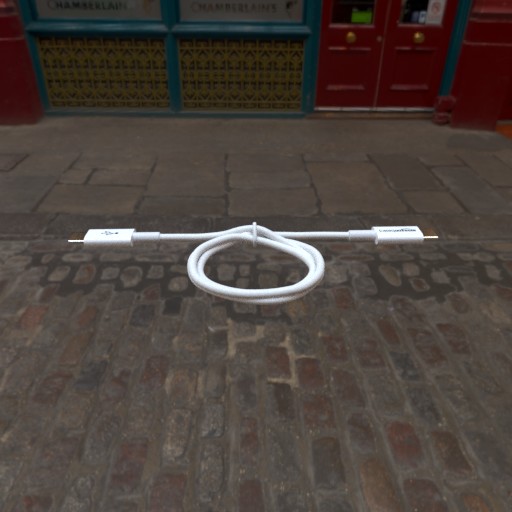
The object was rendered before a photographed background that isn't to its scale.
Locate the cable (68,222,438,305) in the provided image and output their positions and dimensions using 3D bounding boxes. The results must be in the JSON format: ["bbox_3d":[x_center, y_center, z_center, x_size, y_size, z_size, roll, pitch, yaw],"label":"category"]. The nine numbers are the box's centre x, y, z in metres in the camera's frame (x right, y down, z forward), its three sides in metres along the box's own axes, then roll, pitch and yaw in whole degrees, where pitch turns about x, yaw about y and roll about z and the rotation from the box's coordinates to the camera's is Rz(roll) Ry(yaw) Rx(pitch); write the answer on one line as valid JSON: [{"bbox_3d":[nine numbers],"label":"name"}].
[{"bbox_3d":[0.000,0.000,0.223,0.203,0.014,0.070,-1,31,-1],"label":"cable"}]
